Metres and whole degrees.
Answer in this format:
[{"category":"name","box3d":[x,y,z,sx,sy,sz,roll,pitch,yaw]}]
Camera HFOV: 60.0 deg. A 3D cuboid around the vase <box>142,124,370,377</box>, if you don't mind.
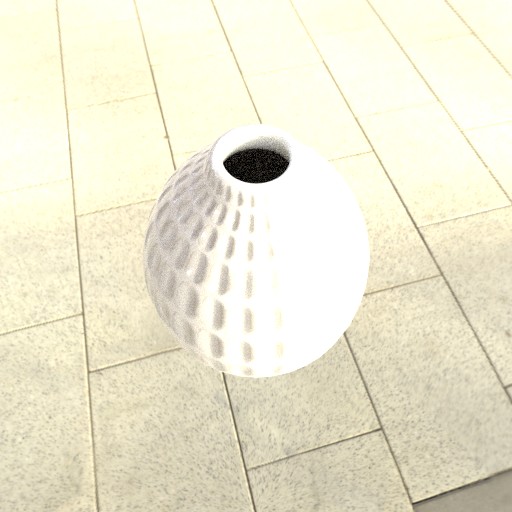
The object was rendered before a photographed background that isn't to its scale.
[{"category":"vase","box3d":[0.000,0.000,0.256,0.128,0.167,0.128,0,60,0]}]
